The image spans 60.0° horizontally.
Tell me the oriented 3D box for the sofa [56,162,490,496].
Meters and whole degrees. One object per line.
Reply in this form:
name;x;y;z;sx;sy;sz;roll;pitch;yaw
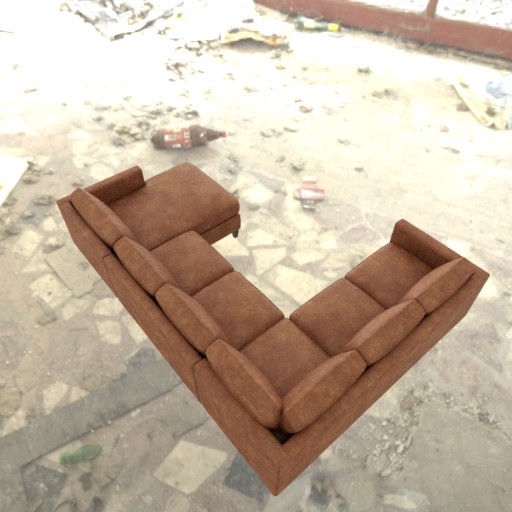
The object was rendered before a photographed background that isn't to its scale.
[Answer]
sofa;0.000;0.000;4.319;2.452;0.888;3.324;-32;55;-26
